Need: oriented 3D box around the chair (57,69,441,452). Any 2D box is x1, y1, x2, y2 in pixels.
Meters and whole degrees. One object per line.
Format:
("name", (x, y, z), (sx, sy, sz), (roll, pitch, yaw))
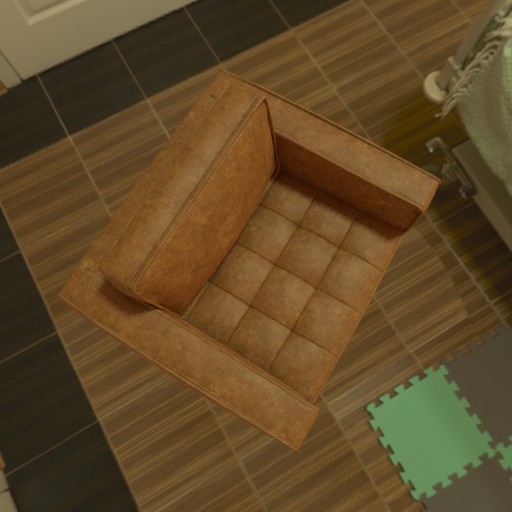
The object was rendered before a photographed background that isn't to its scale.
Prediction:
("chair", (0.000, 0.000, 1.473), (0.798, 0.767, 0.928), (30, 77, 8))
